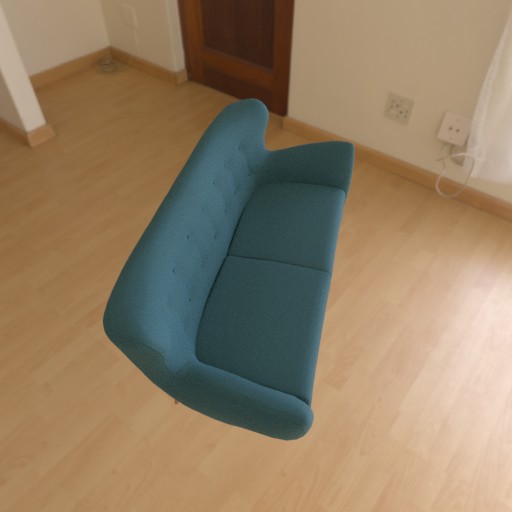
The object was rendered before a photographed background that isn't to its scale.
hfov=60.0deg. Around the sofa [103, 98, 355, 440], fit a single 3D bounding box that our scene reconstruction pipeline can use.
[{"bbox_3d":[0.000,0.000,2.431,0.889,0.890,1.930,10,48,9],"label":"sofa"}]
